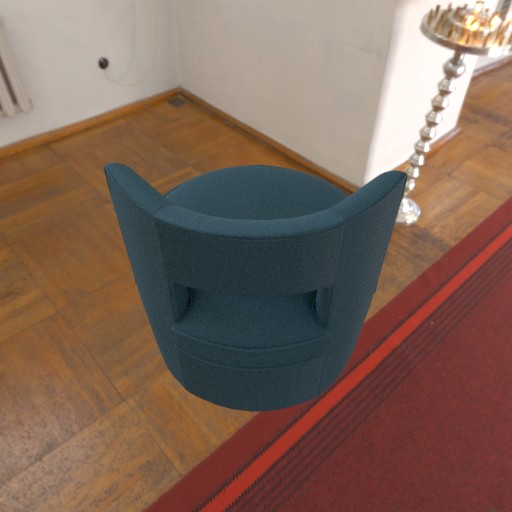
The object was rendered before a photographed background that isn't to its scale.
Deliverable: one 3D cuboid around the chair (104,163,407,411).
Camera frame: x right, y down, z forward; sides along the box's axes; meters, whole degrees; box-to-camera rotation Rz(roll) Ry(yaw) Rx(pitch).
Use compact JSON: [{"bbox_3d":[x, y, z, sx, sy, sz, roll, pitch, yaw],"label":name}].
[{"bbox_3d":[0.000,0.000,1.242,0.684,0.711,0.660,2,45,2],"label":"chair"}]
